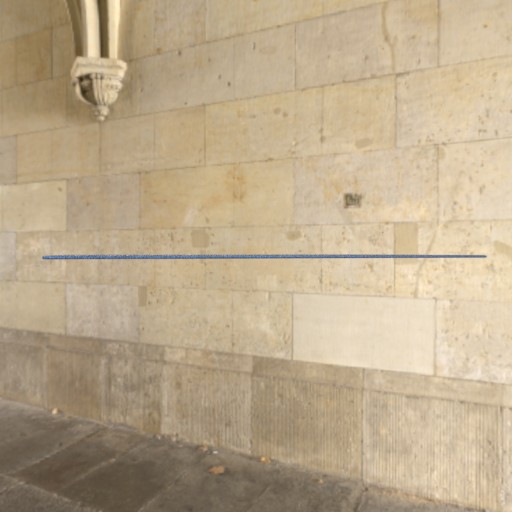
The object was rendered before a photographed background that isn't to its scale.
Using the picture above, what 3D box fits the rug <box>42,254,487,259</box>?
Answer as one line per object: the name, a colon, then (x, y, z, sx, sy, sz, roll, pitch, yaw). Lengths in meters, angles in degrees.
rug: (0.000, 0.000, 3.025, 2.441, 0.015, 1.526, 0, 0, -18)
